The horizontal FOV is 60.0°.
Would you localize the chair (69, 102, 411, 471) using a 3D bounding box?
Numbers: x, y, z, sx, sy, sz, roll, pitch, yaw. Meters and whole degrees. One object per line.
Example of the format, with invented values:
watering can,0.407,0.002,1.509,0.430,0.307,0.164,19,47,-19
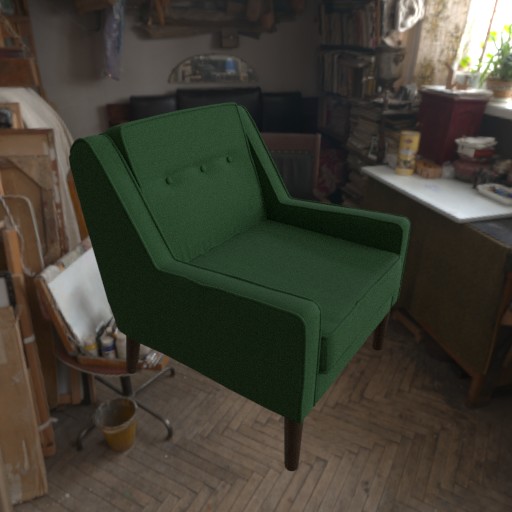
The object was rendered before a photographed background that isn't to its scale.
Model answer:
chair,0.000,0.000,1.325,0.743,0.792,0.663,18,32,31
